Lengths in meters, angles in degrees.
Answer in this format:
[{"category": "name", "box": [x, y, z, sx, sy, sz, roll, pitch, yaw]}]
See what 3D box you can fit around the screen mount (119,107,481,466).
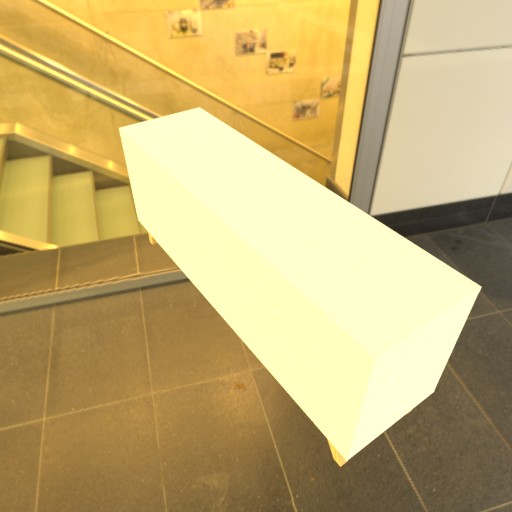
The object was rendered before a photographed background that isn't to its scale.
[{"category": "screen mount", "box": [0.000, 0.000, 1.741, 0.400, 0.619, 1.490, -24, 46, -26]}]
